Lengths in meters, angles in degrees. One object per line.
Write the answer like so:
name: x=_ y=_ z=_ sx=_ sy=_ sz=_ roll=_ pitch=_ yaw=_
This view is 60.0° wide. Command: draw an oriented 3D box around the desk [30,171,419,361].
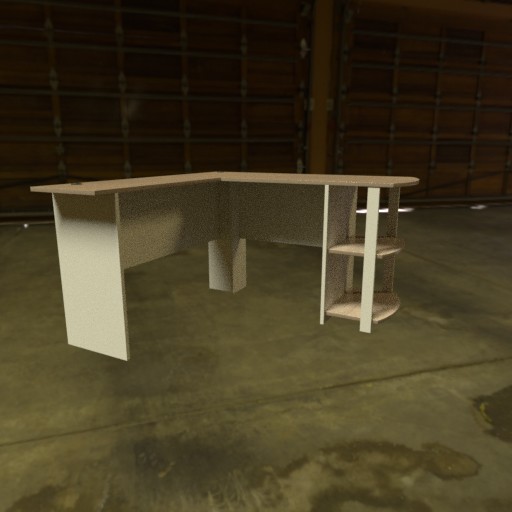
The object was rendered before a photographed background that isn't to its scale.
desk: x=0.000 y=0.000 z=2.128 sx=1.303 sy=0.716 sz=1.361 roll=7 pitch=15 yaw=27
